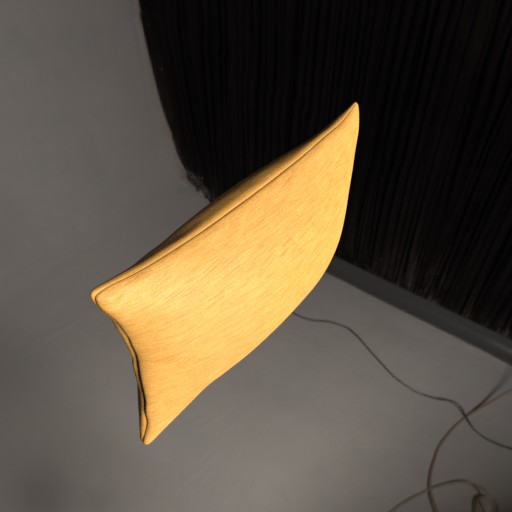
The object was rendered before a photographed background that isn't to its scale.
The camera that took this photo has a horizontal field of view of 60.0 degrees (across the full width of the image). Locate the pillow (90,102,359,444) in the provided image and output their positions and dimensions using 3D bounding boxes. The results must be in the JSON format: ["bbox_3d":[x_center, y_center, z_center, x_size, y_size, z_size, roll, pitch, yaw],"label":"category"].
[{"bbox_3d":[0.000,0.000,0.790,0.210,0.354,0.634,27,49,26],"label":"pillow"}]
